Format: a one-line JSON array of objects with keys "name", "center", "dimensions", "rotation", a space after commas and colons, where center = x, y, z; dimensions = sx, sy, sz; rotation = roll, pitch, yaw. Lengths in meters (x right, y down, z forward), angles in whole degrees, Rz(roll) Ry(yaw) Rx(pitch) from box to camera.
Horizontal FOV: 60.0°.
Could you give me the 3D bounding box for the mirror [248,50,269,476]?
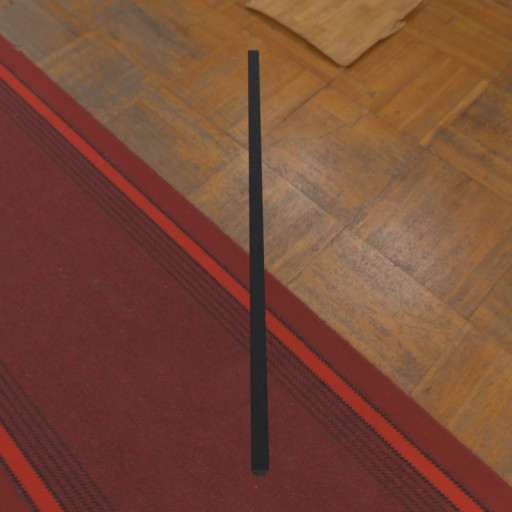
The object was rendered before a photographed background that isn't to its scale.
[{"name": "mirror", "center": [0.000, 0.000, 1.796], "dimensions": [0.047, 0.692, 1.584], "rotation": [-1, 62, 0]}]
